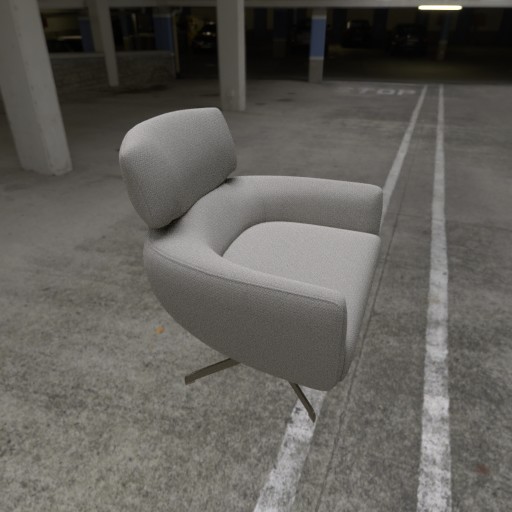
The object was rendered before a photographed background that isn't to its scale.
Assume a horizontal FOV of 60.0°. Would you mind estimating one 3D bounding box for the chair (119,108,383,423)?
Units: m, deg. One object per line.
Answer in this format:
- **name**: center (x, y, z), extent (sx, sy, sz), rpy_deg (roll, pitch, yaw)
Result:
- **chair**: center (0.000, 0.000, 1.416), extent (0.730, 0.810, 0.760), rpy_deg (11, 32, 18)
